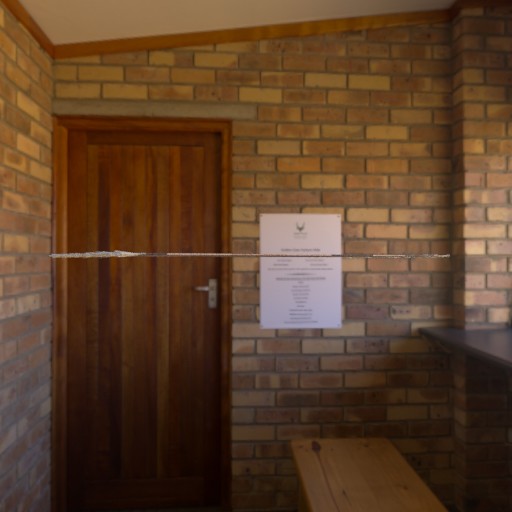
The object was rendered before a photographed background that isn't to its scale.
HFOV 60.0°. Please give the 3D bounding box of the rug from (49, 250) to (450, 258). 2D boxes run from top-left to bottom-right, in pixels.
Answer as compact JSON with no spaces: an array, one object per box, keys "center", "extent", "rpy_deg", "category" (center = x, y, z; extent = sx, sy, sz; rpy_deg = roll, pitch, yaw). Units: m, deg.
[{"center":[0.000,0.000,2.577],"extent":[2.021,0.027,1.224],"rpy_deg":[0,0,-36],"category":"rug"}]
